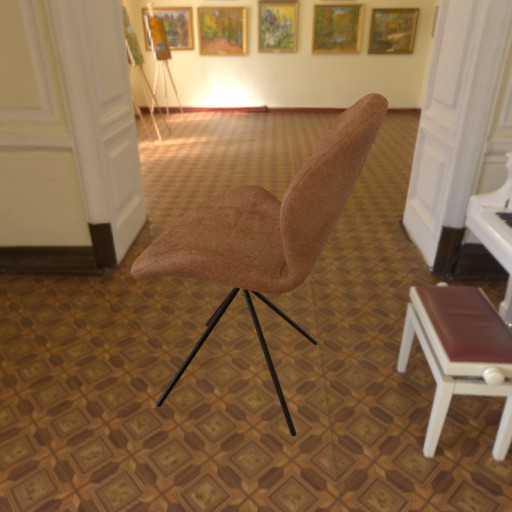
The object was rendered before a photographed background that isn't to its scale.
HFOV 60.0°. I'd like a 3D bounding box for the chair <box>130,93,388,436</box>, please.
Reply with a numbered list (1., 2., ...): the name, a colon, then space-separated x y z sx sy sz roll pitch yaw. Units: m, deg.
1. chair: 0.000 0.000 1.314 0.640 0.929 0.527 7 29 13
